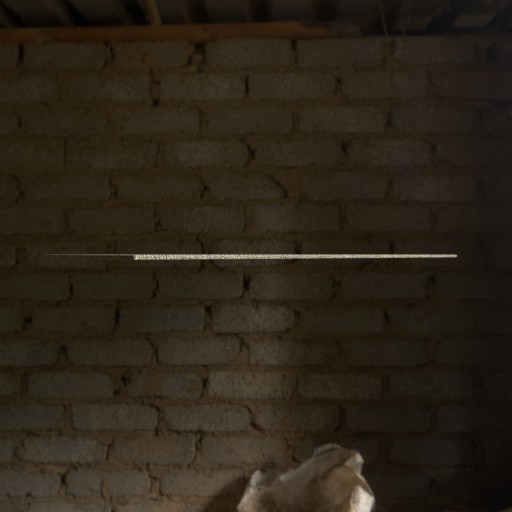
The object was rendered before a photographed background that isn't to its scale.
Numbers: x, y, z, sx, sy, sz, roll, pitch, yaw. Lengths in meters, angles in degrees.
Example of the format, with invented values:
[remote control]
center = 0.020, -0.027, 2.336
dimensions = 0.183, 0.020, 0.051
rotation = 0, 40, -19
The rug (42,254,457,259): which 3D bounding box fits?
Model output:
[rug]
center = 0.000, 0.000, 2.929
dimensions = 2.297, 0.018, 1.532
rotation = 0, 0, -37
